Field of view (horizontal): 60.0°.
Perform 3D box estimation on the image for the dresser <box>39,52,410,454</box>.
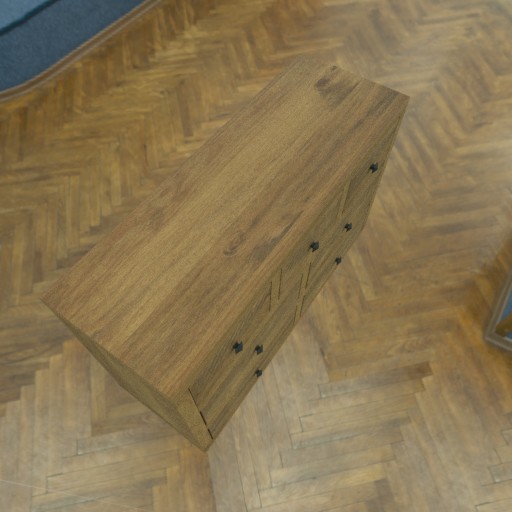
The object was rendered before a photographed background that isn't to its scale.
[{"bbox_3d":[0.000,0.000,1.674,0.479,0.825,1.261,31,63,18],"label":"dresser"}]
